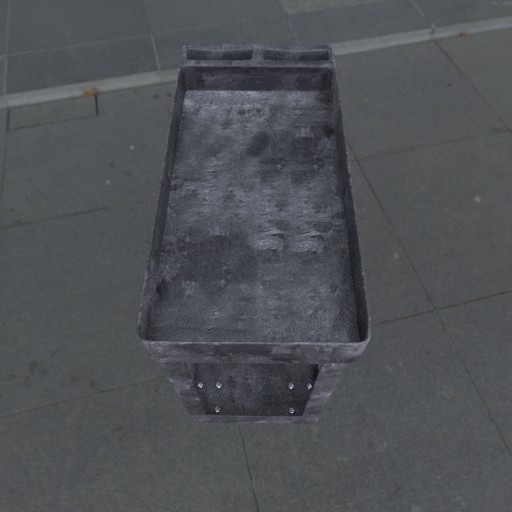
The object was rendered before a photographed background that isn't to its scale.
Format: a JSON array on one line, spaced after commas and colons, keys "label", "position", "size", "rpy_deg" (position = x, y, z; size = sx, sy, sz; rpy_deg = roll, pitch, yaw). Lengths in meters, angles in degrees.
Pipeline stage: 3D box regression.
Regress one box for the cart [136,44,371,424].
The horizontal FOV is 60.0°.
[{"label": "cart", "position": [0.000, 0.000, 1.346], "size": [0.420, 0.824, 0.877], "rpy_deg": [1, 58, 0]}]
